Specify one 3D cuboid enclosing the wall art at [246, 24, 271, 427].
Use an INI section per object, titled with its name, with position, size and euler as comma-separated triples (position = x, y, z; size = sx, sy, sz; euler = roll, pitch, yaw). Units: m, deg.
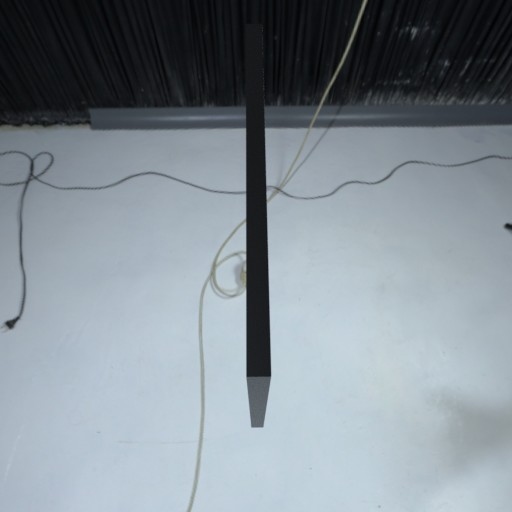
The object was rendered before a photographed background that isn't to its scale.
[wall art]
position = 0.000, 0.000, 1.137
size = 0.036, 0.755, 0.756
euler = -1, 64, 0
